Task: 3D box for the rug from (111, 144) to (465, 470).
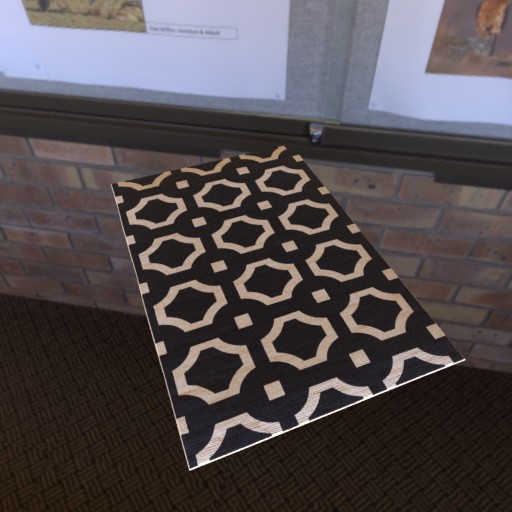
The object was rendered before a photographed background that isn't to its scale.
[{"bbox_3d":[0.000,0.000,2.950,1.555,0.016,2.286,-16,48,-15],"label":"rug"}]
